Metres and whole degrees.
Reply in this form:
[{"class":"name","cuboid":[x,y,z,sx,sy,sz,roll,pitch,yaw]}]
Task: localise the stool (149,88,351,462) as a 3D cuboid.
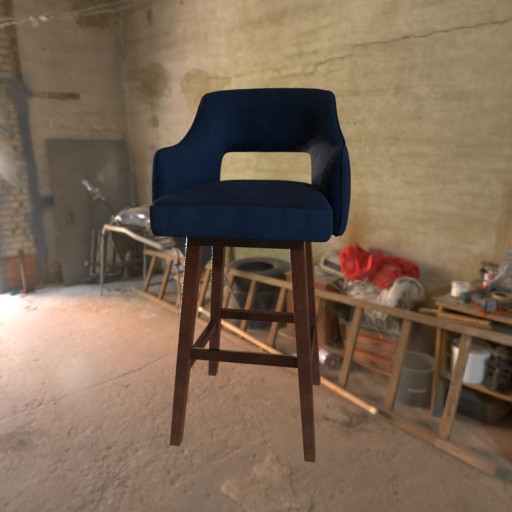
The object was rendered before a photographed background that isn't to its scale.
[{"class":"stool","cuboid":[0.000,0.000,1.379,0.550,1.041,0.560,2,15,10]}]
